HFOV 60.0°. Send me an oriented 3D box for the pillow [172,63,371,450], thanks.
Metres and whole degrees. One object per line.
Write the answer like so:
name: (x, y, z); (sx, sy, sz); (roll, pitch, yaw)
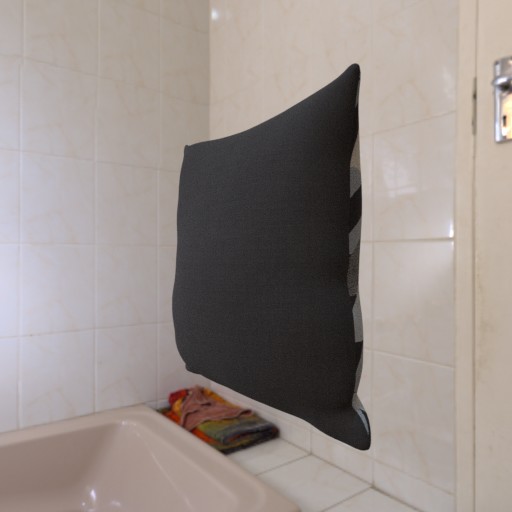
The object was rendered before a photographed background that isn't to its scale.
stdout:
pillow: (0.000, 0.000, 0.765); (0.208, 0.496, 0.503); (0, 0, -36)
